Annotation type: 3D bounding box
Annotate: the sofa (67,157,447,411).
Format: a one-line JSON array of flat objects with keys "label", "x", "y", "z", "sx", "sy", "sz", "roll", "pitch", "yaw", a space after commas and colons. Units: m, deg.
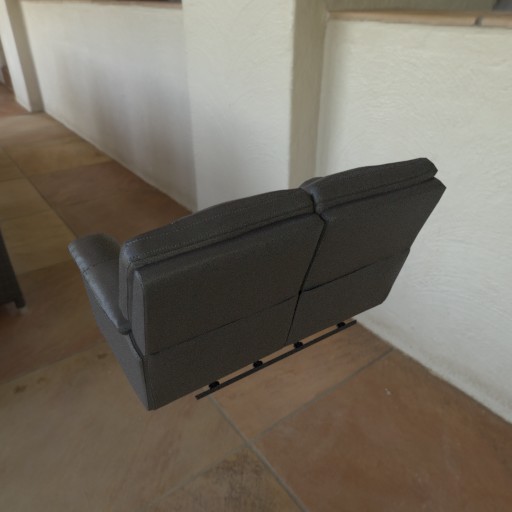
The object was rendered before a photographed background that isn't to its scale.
[{"label": "sofa", "x": 0.000, "y": 0.000, "z": 2.447, "sx": 1.765, "sy": 1.111, "sz": 1.104, "roll": -18, "pitch": 35, "yaw": -28}]
